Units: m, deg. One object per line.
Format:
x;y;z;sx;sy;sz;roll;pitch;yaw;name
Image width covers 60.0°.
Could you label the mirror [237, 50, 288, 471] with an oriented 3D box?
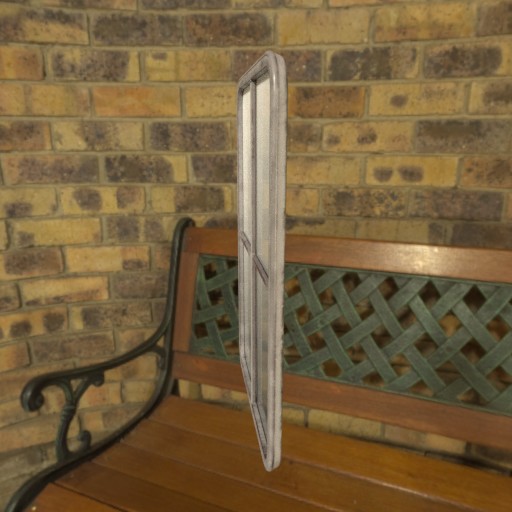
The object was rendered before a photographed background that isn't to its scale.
0.000;0.000;0.901;0.024;0.713;0.461;-2;16;-8;mirror
